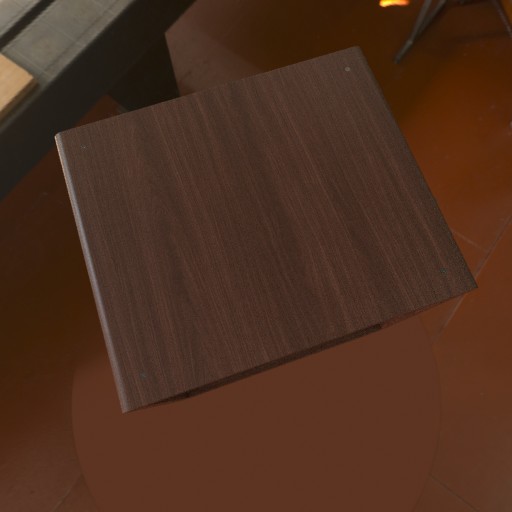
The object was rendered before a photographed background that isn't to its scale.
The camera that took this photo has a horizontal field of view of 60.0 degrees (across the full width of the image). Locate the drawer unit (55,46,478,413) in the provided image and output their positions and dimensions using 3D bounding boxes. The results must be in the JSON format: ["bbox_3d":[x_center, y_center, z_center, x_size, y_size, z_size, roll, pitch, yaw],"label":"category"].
[{"bbox_3d":[0.000,0.000,0.607,0.349,0.351,0.290,-18,75,-5],"label":"drawer unit"}]
